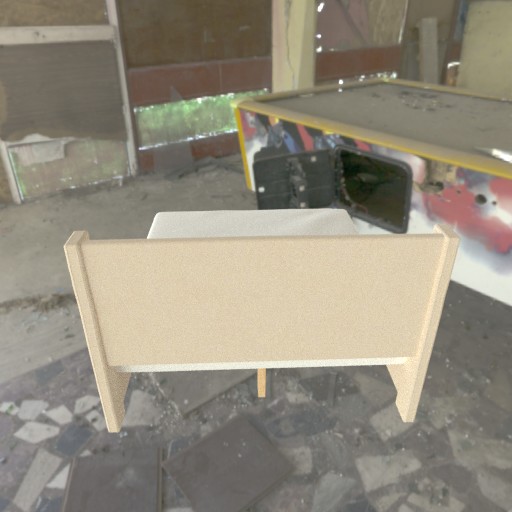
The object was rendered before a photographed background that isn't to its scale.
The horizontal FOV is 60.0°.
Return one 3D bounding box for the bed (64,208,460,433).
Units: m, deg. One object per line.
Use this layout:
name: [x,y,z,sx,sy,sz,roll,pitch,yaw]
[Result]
bed: [0.000,0.000,3.728,2.145,1.471,2.293,-1,30,-2]
